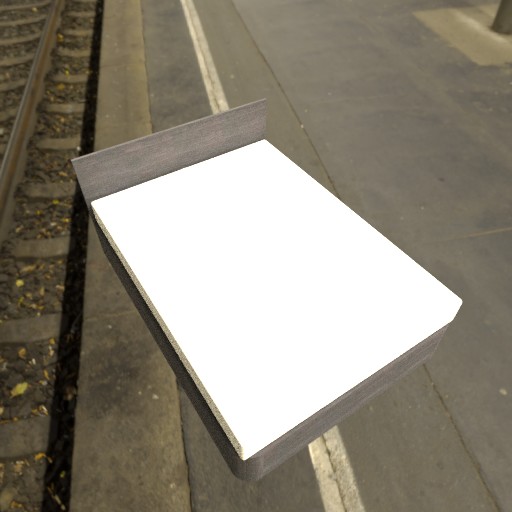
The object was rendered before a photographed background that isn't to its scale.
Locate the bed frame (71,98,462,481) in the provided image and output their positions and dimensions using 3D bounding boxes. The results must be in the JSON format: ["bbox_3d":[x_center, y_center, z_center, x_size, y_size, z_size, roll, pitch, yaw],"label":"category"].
[{"bbox_3d":[0.000,0.000,2.650,1.400,0.800,1.900,-25,52,-22],"label":"bed frame"}]
